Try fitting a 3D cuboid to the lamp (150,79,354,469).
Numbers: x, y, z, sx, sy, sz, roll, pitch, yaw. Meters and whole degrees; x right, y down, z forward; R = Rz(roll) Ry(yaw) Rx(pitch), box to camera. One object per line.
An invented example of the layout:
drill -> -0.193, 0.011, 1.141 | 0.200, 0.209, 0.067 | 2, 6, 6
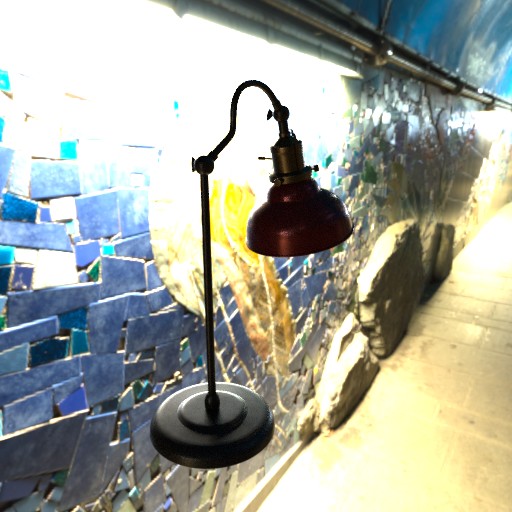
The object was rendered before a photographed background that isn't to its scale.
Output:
lamp -> 0.000, 0.000, 0.682 | 0.374, 0.508, 0.192 | -14, 20, -41
